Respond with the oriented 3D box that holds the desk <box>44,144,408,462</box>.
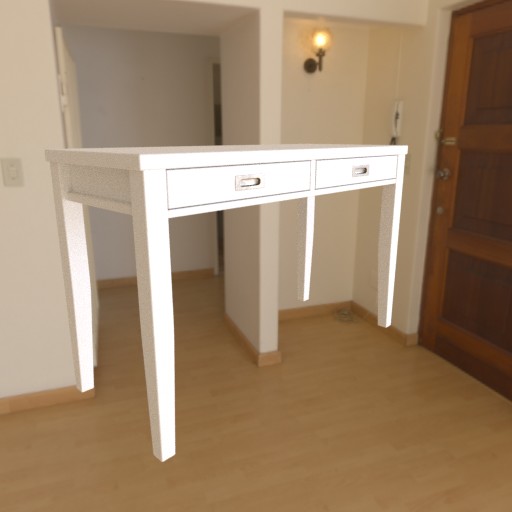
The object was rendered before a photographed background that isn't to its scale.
[{"bbox_3d":[0.000,0.000,1.621,0.508,0.775,1.220,14,21,42],"label":"desk"}]
